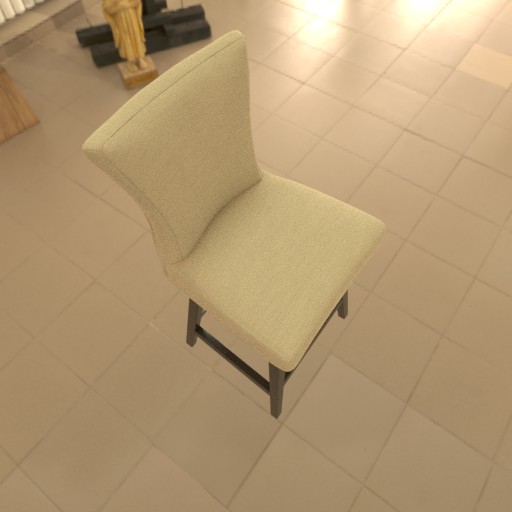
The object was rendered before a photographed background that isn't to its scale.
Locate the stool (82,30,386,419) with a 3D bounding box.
[{"bbox_3d":[0.000,0.000,1.316,0.574,1.000,0.514,32,63,18],"label":"stool"}]
